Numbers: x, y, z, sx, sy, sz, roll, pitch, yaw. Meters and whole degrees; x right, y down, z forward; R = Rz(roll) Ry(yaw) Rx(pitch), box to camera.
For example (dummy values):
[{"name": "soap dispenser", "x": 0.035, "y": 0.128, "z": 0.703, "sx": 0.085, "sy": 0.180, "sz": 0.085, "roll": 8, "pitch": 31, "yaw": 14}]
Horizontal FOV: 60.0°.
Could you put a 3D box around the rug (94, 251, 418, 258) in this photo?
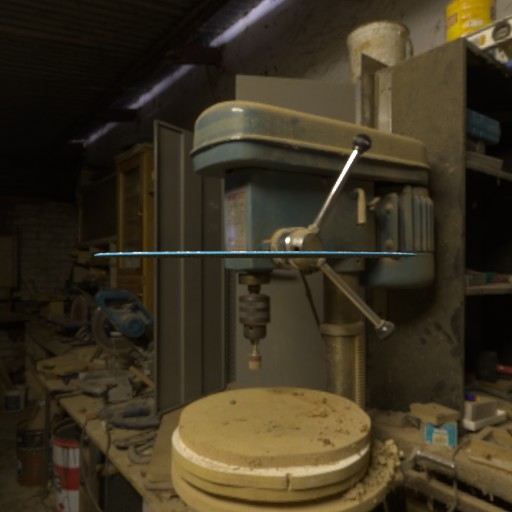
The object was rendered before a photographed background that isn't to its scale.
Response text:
[{"name": "rug", "x": 0.000, "y": 0.000, "z": 2.324, "sx": 1.593, "sy": 0.012, "sz": 1.593, "roll": 0, "pitch": -1, "yaw": 0}]
